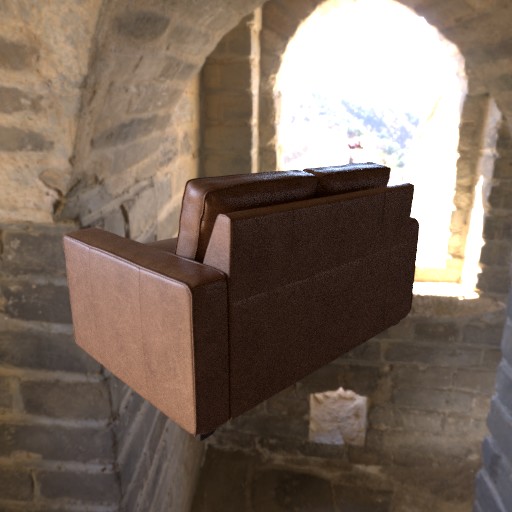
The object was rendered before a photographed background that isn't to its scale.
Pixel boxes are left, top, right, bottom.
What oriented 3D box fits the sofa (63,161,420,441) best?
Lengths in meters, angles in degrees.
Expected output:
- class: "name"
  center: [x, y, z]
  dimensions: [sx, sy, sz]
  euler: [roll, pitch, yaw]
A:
- class: "sofa"
  center: [0.000, 0.000, 2.212]
  dimensions: [1.532, 0.896, 1.020]
  euler: [-15, 22, -42]
